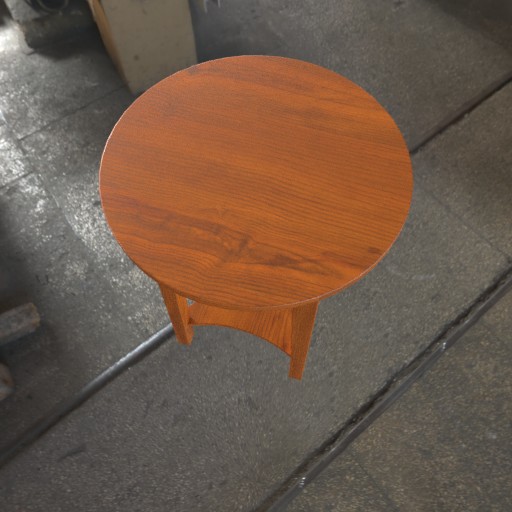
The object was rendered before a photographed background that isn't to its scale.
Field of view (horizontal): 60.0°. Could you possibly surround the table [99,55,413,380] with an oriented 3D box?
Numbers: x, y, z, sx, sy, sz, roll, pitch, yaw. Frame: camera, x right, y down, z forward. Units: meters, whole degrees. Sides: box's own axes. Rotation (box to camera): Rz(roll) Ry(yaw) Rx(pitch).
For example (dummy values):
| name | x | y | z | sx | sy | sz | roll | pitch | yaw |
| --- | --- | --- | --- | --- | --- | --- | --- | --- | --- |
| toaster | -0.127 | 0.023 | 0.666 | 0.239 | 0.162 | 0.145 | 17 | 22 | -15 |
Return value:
| name | x | y | z | sx | sy | sz | roll | pitch | yaw |
| --- | --- | --- | --- | --- | --- | --- | --- | --- | --- |
| table | 0.000 | 0.000 | 0.922 | 0.457 | 0.610 | 0.457 | 0 | 63 | 0 |
